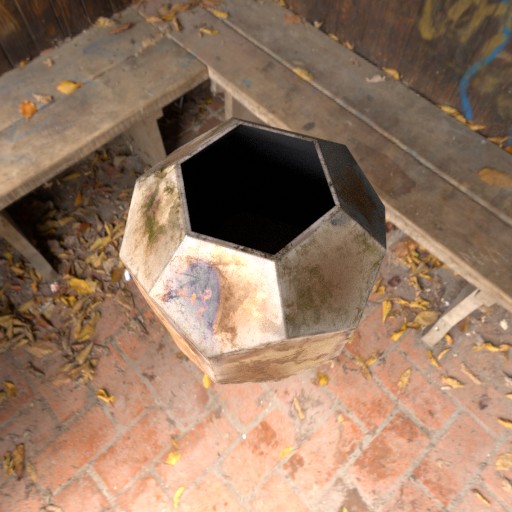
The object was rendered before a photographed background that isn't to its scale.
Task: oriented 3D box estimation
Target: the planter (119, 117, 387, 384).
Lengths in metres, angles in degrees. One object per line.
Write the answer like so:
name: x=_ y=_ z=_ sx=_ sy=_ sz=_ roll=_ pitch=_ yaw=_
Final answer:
planter: x=0.000 y=0.000 z=0.442 sx=0.221 sy=0.238 sz=0.243 roll=16 pitch=64 yaw=8
